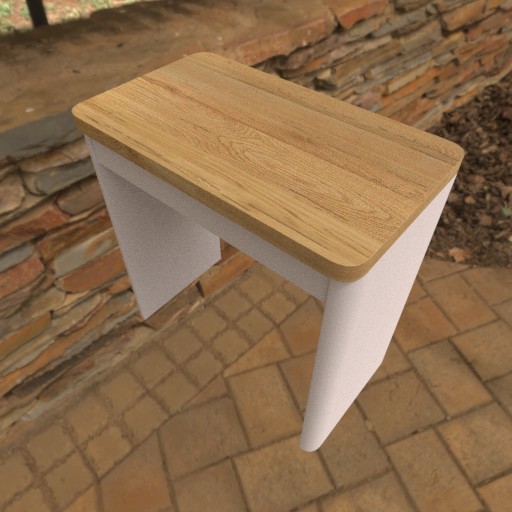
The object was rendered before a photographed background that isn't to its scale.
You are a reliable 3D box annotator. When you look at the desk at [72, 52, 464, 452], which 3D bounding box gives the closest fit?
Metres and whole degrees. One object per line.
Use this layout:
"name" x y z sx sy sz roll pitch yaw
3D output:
"desk" 0.000 0.000 1.228 0.760 0.790 0.440 32 54 27
